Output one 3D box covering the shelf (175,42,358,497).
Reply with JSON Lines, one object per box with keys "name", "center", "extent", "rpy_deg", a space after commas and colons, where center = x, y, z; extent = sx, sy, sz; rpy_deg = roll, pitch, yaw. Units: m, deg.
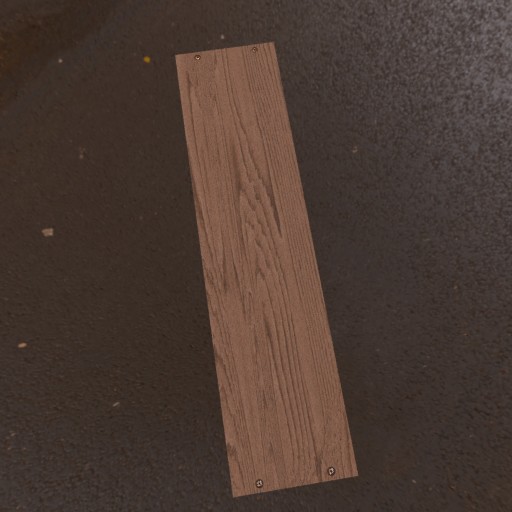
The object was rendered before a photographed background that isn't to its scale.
{"name": "shelf", "center": [0.000, 0.000, 0.678], "extent": [0.150, 0.170, 0.610], "rpy_deg": [-9, 76, -2]}
